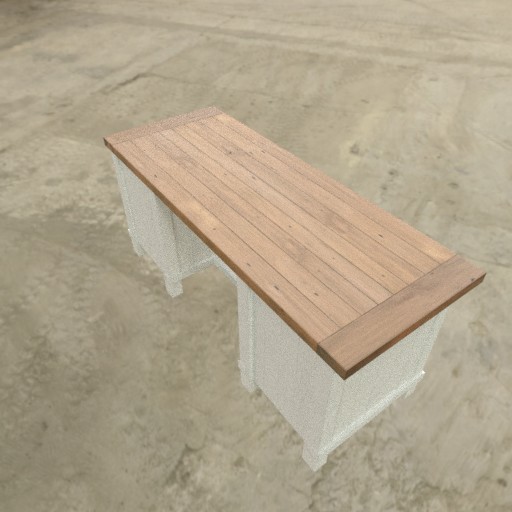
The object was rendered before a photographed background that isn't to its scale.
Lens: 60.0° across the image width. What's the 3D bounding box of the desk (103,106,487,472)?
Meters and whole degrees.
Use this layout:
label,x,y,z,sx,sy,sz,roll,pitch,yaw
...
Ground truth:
label,x,y,z,sx,sy,sz,roll,pitch,yaw
desk,0.000,0.000,2.202,0.688,0.760,1.803,-26,47,-26
